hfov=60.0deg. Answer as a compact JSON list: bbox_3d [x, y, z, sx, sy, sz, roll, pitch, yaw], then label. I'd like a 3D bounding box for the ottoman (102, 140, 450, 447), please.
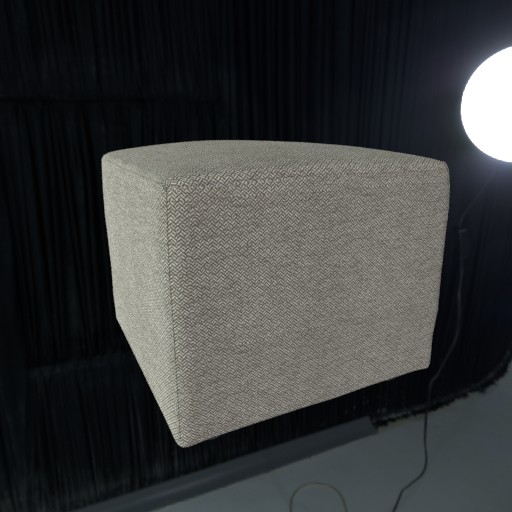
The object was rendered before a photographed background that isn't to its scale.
[{"bbox_3d":[0.000,0.000,0.910,0.512,0.453,0.519,-8,19,-26],"label":"ottoman"}]
